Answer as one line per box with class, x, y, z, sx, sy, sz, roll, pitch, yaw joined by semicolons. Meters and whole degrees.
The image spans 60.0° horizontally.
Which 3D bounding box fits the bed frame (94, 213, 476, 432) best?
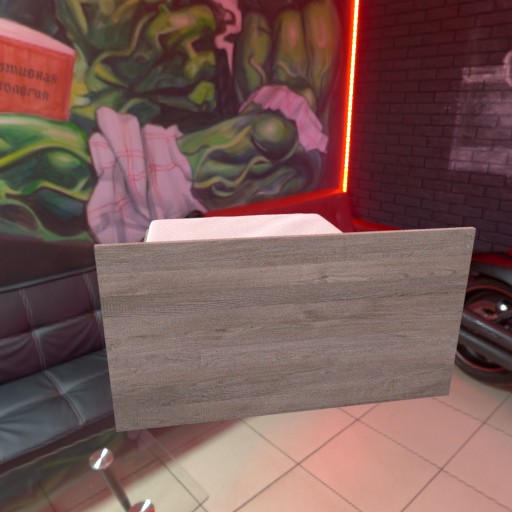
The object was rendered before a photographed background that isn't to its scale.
bed frame;0.000;0.000;2.727;1.490;0.800;1.950;-3;19;-9
